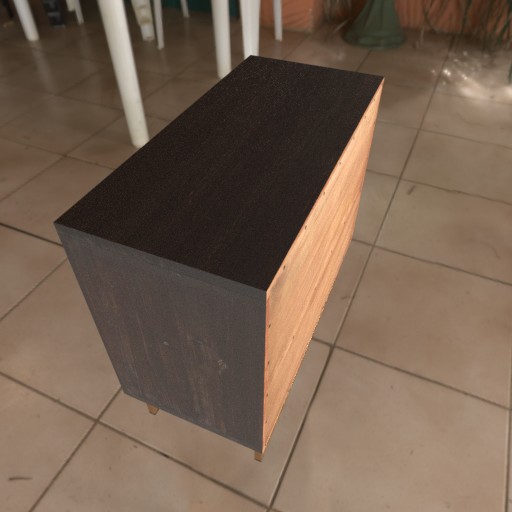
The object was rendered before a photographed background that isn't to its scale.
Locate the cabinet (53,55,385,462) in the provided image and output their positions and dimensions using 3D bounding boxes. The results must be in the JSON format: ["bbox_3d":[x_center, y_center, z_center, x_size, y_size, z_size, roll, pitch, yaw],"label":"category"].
[{"bbox_3d":[0.000,0.000,1.411,0.451,0.860,0.950,17,47,16],"label":"cabinet"}]
